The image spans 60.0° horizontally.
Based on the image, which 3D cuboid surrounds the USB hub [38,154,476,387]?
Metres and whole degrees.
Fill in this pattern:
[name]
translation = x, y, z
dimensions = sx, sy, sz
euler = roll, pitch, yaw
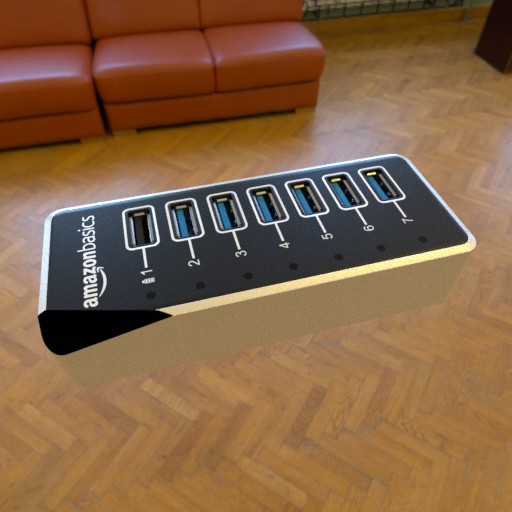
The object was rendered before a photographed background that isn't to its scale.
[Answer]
[USB hub]
translation = 0.000, 0.000, 0.127
dimensions = 0.110, 0.023, 0.044
euler = -11, 49, -10
